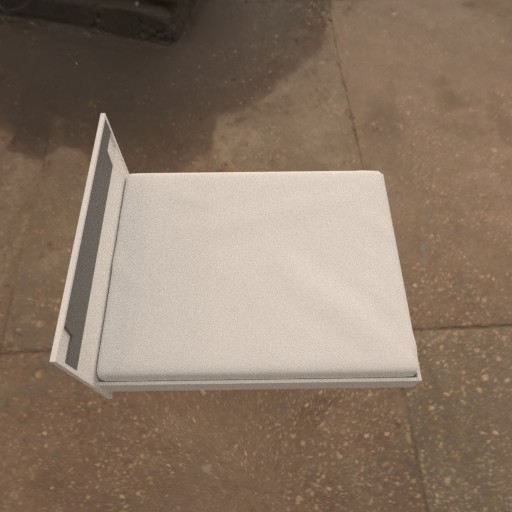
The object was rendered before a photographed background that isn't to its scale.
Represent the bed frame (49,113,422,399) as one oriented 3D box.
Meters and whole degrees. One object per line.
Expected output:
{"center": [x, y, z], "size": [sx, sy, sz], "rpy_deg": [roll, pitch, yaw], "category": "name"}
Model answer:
{"center": [0.000, 0.000, 3.078], "size": [2.100, 1.001, 1.711], "rpy_deg": [-1, 62, 0], "category": "bed frame"}
